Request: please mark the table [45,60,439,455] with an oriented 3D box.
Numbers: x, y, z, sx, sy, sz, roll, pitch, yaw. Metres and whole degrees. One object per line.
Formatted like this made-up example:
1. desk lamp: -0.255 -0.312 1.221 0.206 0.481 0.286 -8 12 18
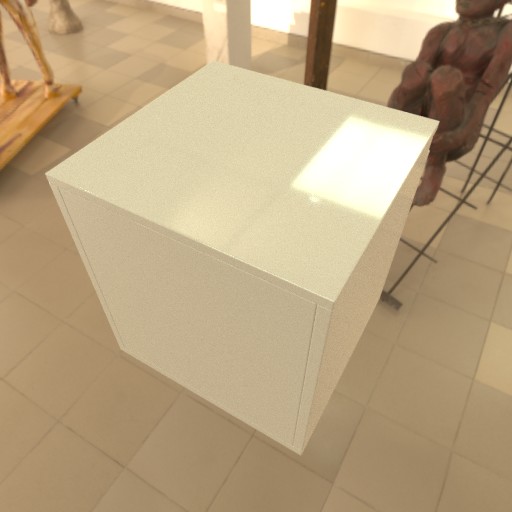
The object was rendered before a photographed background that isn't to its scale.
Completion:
1. table: 0.000 0.000 0.810 0.420 0.470 0.400 23 52 20
